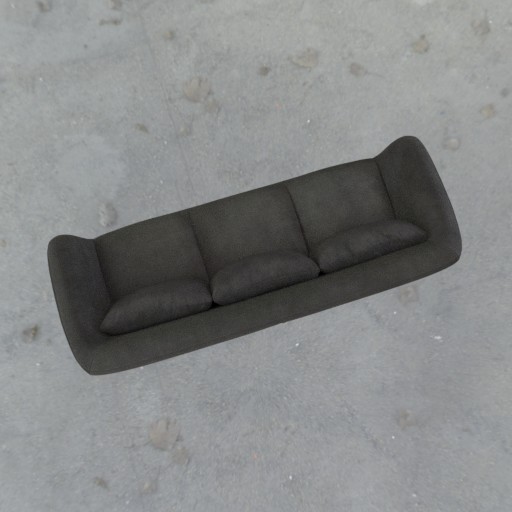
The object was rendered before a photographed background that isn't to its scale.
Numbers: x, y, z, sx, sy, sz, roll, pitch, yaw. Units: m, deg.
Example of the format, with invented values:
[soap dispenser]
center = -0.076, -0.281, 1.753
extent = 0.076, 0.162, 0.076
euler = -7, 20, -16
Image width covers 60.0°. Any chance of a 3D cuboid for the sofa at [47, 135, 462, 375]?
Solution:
[sofa]
center = 0.000, 0.000, 2.792
extent = 2.296, 0.875, 0.956
euler = -17, 76, -4
